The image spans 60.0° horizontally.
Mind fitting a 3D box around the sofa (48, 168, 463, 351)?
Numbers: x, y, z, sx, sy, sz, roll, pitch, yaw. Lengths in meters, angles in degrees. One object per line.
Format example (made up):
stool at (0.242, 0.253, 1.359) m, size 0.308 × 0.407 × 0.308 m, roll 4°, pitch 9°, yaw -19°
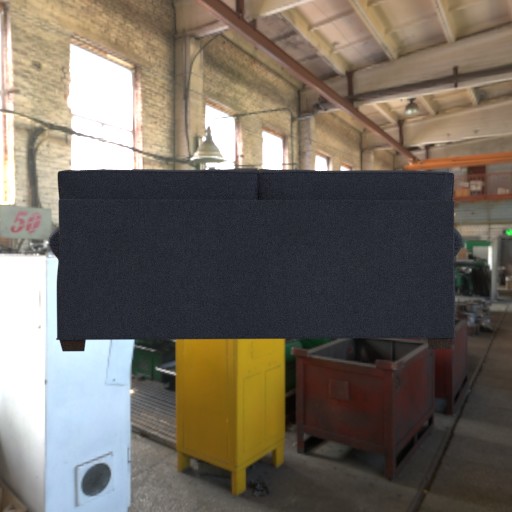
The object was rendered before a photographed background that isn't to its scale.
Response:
sofa at (0.000, 0.000, 2.881) m, size 2.391 × 1.026 × 0.954 m, roll 0°, pitch 1°, yaw -2°
